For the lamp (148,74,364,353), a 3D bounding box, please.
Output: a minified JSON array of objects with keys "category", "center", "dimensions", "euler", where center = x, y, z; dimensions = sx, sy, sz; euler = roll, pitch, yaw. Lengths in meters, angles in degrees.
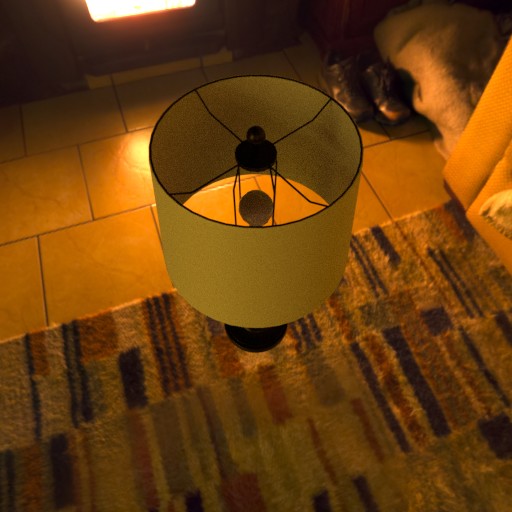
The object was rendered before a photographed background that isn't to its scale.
[{"category":"lamp","center":[0.000,0.000,0.973],"dimensions":[0.383,0.726,0.383],"euler":[0,58,0]}]
